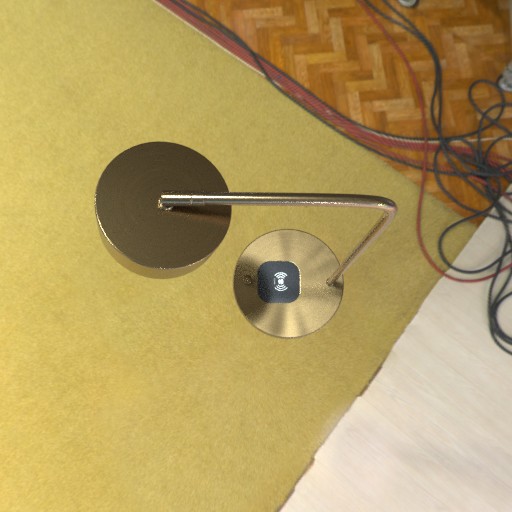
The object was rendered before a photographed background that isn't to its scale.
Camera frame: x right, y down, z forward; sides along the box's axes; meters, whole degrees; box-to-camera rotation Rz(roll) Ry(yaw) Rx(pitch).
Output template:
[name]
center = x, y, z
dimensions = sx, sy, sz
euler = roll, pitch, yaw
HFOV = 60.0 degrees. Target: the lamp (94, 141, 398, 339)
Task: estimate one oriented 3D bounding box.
[lamp]
center = 0.000, 0.000, 0.521
dimensions = 0.270, 0.380, 0.171
euler = 1, 76, 0
